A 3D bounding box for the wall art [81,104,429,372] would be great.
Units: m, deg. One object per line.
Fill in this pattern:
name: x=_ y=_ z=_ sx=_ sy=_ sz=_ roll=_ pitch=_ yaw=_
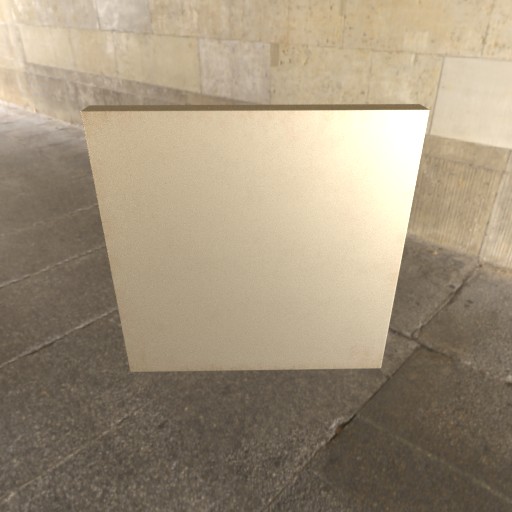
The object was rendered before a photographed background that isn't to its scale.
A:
wall art: x=0.000 y=0.000 z=0.781 sx=0.503 sy=0.506 sz=0.040 roll=-1 pitch=30 yaw=-1
